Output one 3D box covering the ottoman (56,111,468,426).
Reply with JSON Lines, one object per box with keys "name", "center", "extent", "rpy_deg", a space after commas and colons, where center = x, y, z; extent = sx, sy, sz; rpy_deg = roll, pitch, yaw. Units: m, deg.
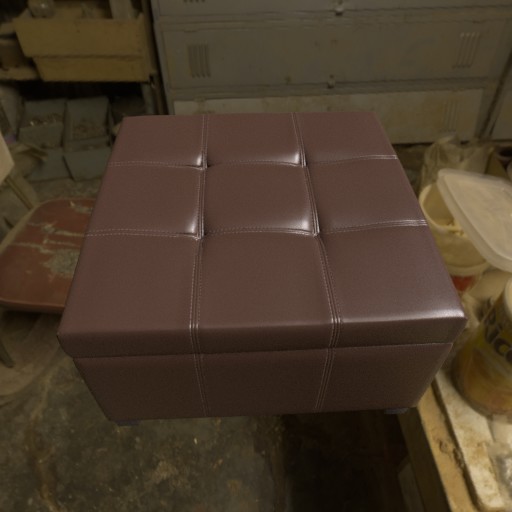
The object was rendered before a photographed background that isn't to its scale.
{"name": "ottoman", "center": [0.000, 0.000, 1.239], "extent": [0.788, 0.460, 0.787], "rpy_deg": [-2, 47, -2]}
